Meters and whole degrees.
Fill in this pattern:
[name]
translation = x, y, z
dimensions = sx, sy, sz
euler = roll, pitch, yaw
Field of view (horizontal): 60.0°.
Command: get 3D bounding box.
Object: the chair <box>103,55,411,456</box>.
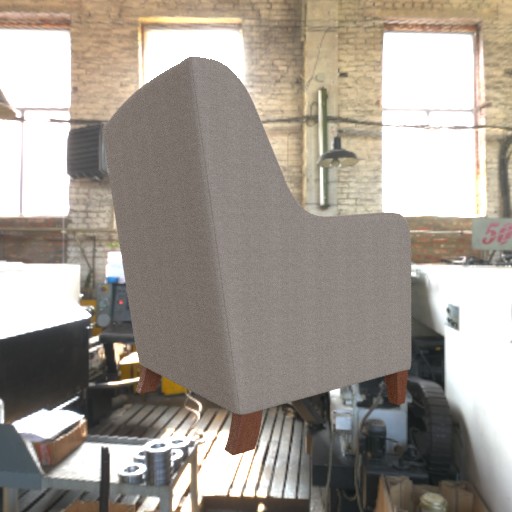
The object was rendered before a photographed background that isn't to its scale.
[chair]
translation = 0.000, 0.000, 1.581
dimensions = 0.890, 1.017, 0.715
euler = 0, -1, -36
